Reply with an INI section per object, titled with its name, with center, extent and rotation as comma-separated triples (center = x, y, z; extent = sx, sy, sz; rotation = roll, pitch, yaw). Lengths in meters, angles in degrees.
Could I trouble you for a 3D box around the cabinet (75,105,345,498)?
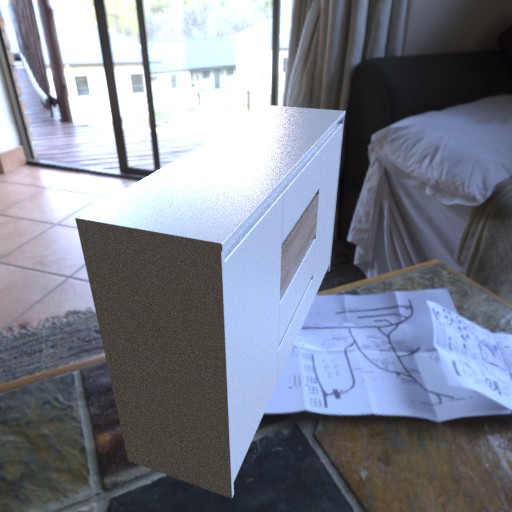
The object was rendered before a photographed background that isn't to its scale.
[cabinet]
center = 0.000, 0.000, 1.806
extent = 0.380, 0.900, 1.450
rotation = 10, 31, 17
